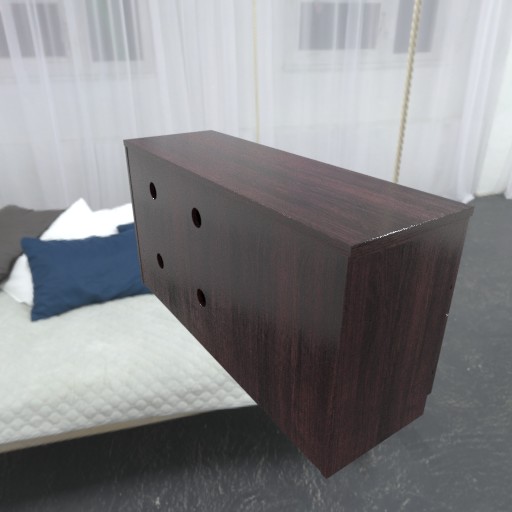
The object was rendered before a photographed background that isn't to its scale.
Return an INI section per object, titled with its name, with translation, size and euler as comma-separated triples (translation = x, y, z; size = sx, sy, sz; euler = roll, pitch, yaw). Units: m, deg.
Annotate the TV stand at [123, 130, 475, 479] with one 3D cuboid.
[TV stand]
translation = 0.000, 0.000, 1.467
size = 0.404, 0.614, 1.192
euler = -16, 30, -31
